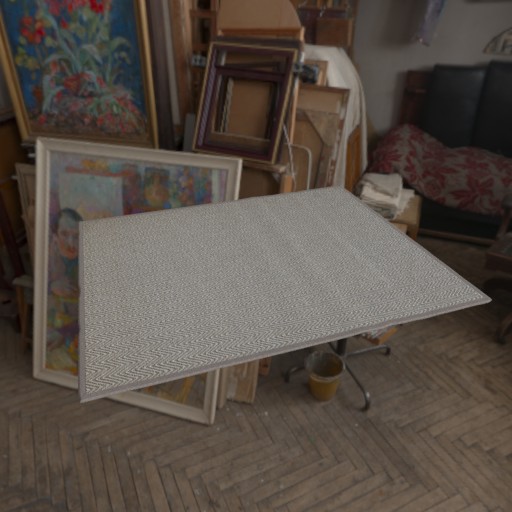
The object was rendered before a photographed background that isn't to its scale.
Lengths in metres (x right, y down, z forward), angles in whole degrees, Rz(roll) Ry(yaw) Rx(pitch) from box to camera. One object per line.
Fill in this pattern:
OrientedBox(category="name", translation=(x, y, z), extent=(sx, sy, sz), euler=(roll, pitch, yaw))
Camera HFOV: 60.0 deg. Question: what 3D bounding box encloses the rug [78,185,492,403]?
OrientedBox(category="rug", translation=(0.000, 0.000, 3.961), extent=(3.007, 0.032, 2.434), euler=(-10, 33, -16))
